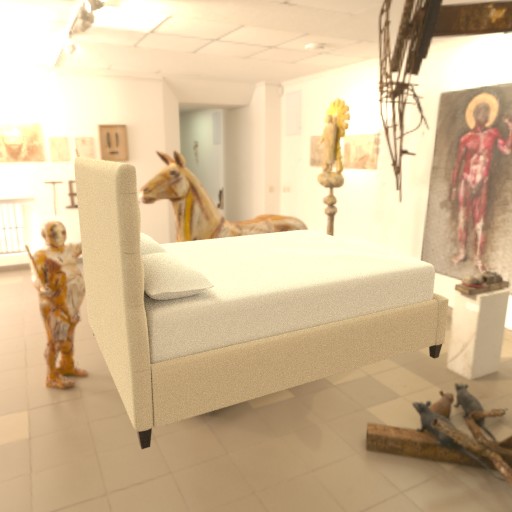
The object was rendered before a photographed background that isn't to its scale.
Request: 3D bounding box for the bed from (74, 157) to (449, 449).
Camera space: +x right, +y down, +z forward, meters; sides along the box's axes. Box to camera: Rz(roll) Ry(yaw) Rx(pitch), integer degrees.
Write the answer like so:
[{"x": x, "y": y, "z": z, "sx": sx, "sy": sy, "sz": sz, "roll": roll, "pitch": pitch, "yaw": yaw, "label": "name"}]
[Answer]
[{"x": 0.000, "y": 0.000, "z": 3.281, "sx": 2.233, "sy": 1.426, "sz": 1.696, "roll": -7, "pitch": 15, "yaw": -27, "label": "bed"}]
